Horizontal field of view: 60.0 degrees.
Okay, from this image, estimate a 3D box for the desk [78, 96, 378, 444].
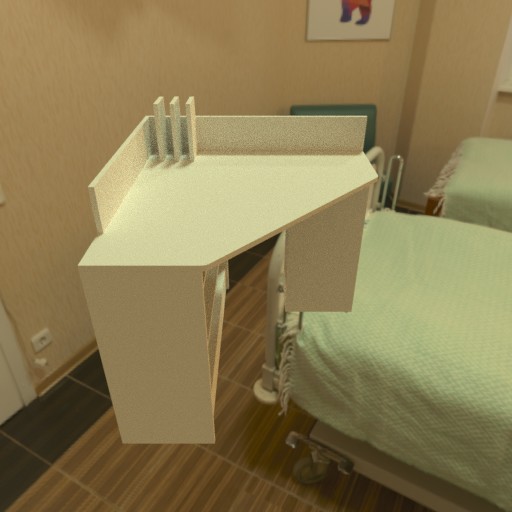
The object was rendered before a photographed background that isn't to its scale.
[{"bbox_3d":[0.000,0.000,1.705,0.940,0.986,0.940,0,32,0],"label":"desk"}]
